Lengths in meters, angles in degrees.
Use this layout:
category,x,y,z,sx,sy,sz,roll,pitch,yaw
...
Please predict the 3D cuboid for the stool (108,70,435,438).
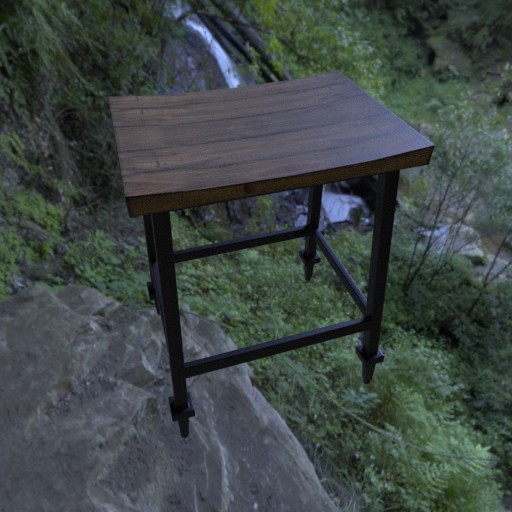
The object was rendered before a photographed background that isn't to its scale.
category,x,y,z,sx,sy,sz,roll,pitch,yaw
stool,0.000,0.000,0.961,0.486,0.625,0.405,-12,43,-13
